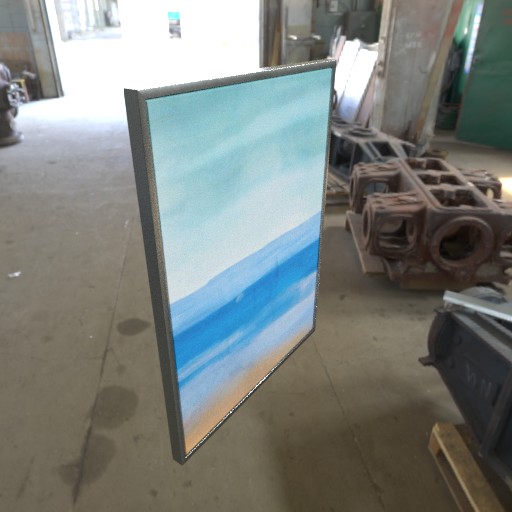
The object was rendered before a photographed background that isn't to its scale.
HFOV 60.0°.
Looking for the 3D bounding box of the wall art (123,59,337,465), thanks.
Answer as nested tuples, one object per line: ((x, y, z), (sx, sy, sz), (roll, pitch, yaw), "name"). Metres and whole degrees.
((0.000, 0.000, 1.368), (0.041, 1.062, 0.803), (19, 34, 31), "wall art")
